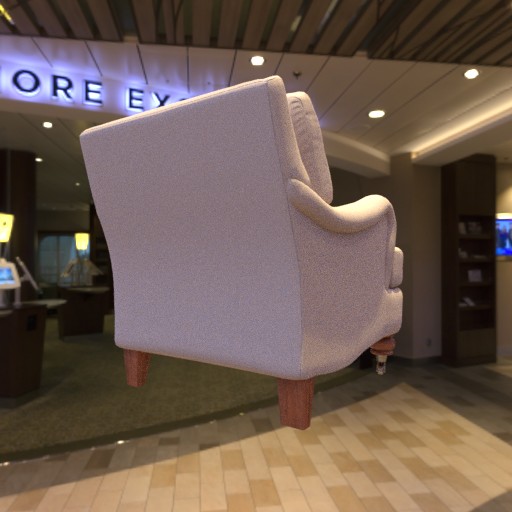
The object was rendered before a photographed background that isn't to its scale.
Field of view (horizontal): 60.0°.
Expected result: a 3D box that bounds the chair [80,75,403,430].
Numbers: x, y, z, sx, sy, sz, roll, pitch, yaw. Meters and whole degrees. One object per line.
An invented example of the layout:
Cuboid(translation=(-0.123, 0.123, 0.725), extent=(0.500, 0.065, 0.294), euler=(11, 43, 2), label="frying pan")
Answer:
Cuboid(translation=(0.000, 0.000, 1.824), extent=(0.955, 1.038, 1.070), euler=(0, 0, 36), label="chair")
